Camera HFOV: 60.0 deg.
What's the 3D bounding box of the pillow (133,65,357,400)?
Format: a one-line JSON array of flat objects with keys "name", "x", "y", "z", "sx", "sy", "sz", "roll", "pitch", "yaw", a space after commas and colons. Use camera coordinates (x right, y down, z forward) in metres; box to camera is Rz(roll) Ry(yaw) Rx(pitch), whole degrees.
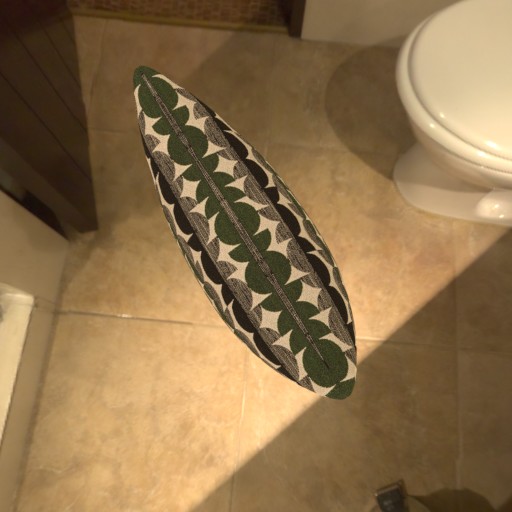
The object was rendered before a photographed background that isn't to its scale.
[{"name": "pillow", "x": 0.000, "y": 0.000, "z": 0.640, "sx": 0.180, "sy": 0.404, "sz": 0.419, "roll": -31, "pitch": 77, "yaw": -8}]
